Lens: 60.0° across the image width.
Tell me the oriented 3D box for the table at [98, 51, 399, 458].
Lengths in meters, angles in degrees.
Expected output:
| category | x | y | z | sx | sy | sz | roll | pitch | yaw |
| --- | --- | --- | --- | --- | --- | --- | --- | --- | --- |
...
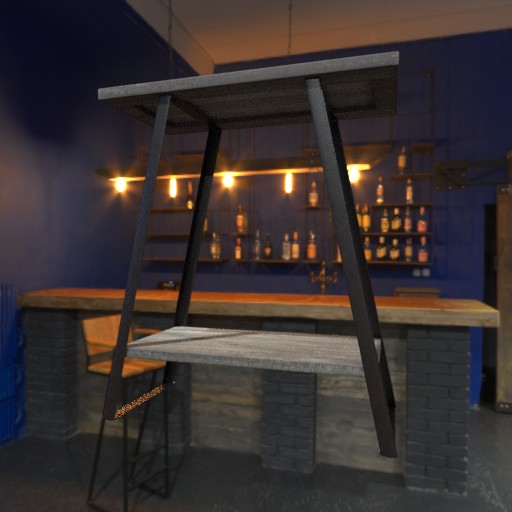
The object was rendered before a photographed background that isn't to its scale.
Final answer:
| category | x | y | z | sx | sy | sz | roll | pitch | yaw |
| --- | --- | --- | --- | --- | --- | --- | --- | --- | --- |
| table | 0.000 | 0.000 | 0.986 | 0.599 | 0.701 | 0.300 | 0 | 1 | 17 |
